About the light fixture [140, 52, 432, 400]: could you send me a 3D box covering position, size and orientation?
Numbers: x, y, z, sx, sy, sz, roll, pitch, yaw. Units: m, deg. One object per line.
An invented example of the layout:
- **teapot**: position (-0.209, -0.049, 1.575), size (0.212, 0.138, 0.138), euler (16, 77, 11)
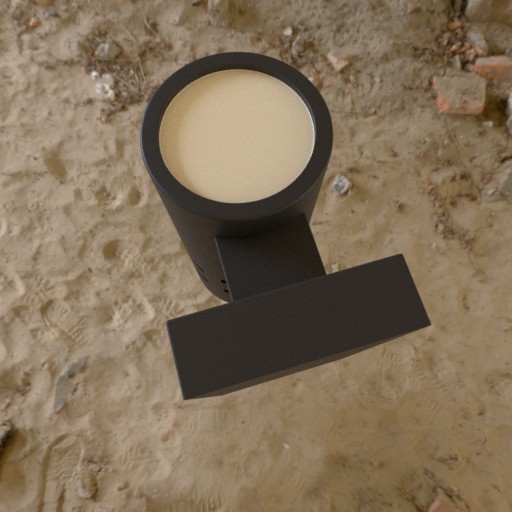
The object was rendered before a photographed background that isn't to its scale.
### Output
- **light fixture**: position (0.000, 0.000, 0.261), size (0.098, 0.179, 0.138), euler (-16, 74, -5)
